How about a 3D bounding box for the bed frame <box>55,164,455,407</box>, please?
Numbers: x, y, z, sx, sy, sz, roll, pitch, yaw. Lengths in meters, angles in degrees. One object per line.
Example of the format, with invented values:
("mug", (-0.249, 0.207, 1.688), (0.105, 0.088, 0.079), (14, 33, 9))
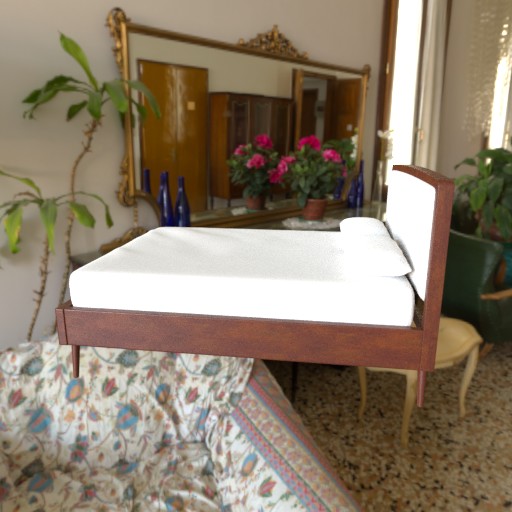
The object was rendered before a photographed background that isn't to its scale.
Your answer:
("bed frame", (0.000, 0.000, 3.190), (2.171, 1.279, 1.587), (2, 15, 8))
